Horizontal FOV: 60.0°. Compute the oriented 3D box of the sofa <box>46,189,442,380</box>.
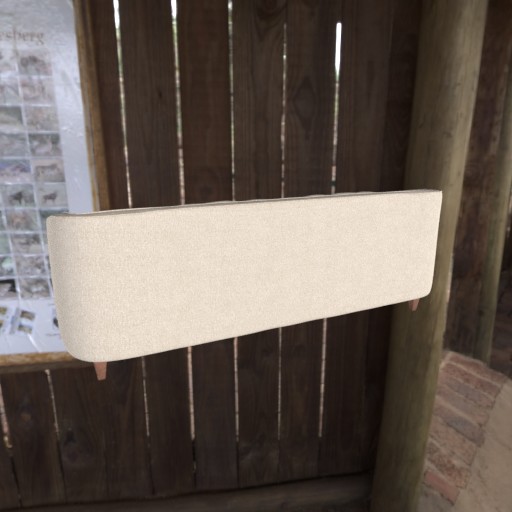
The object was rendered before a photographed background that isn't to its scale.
[{"bbox_3d":[0.000,0.000,2.660,2.235,0.788,0.913,-7,16,-25],"label":"sofa"}]
